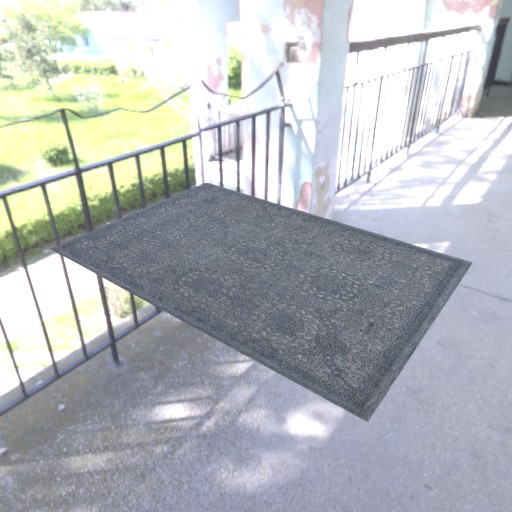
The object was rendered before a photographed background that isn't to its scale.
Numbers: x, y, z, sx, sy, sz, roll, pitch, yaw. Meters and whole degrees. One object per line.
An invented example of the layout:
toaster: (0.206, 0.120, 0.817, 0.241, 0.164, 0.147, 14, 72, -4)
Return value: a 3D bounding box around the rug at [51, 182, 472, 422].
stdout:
rug: (0.000, 0.000, 2.296, 1.819, 0.012, 1.208, 21, 37, 32)
